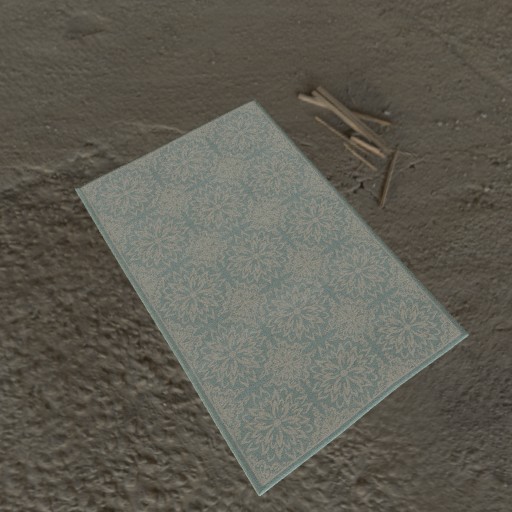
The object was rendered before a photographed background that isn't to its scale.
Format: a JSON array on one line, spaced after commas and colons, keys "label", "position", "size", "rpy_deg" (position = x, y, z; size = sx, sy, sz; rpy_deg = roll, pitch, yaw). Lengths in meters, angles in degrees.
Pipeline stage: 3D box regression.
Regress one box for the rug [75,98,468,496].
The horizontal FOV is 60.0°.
[{"label": "rug", "position": [0.000, 0.000, 2.309], "size": [1.219, 0.012, 1.840], "rpy_deg": [-31, 68, -14]}]
